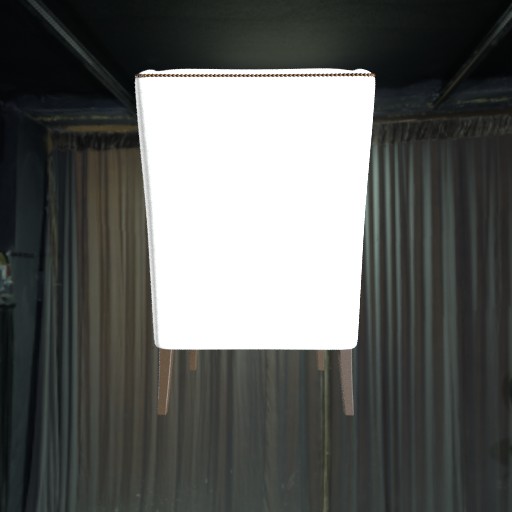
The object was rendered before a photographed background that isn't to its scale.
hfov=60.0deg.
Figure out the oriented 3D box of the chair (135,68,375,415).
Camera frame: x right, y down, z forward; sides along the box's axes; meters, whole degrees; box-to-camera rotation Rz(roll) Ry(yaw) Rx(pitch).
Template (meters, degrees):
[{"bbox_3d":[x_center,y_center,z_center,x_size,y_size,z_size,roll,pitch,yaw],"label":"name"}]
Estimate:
[{"bbox_3d":[0.000,0.000,1.654,0.737,1.029,0.940,0,-2,0],"label":"chair"}]
